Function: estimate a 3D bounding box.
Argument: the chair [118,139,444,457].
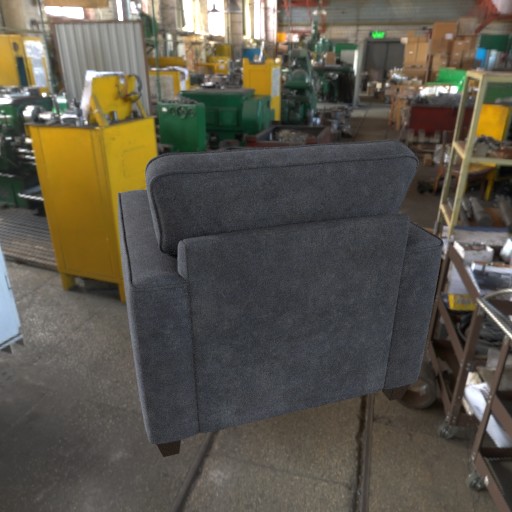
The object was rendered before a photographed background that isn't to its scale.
[{"bbox_3d":[0.000,0.000,1.750,1.015,0.965,0.939,-8,26,-16],"label":"chair"}]
